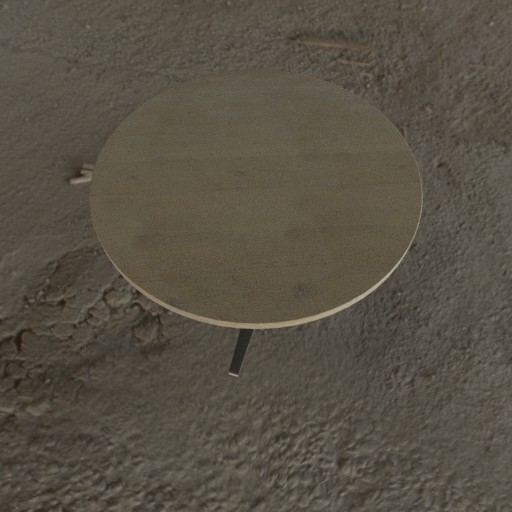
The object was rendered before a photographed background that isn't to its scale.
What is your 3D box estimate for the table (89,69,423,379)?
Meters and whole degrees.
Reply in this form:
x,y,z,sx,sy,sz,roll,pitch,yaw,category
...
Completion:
x,y,z,sx,sy,sz,roll,pitch,yaw,category
0.000,0.000,1.415,0.800,0.780,0.800,0,58,0,table
